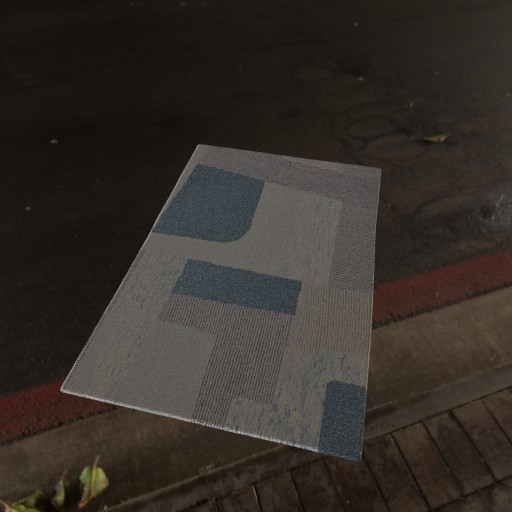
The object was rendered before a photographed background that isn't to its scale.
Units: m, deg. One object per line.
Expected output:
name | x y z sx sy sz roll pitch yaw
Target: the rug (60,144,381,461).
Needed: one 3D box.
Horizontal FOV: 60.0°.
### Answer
rug | 0.000 0.000 2.346 1.238 0.020 1.847 10 48 9
